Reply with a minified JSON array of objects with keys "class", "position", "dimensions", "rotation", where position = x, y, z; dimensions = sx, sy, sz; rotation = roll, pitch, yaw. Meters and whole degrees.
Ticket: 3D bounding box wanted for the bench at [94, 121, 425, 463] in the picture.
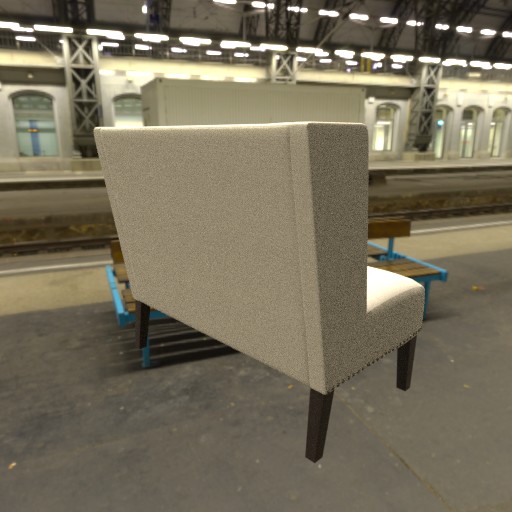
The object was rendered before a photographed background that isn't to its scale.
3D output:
[{"class":"bench","position":[0.000,0.000,2.003],"dimensions":[0.847,1.123,1.280],"rotation":[-14,21,-42]}]
